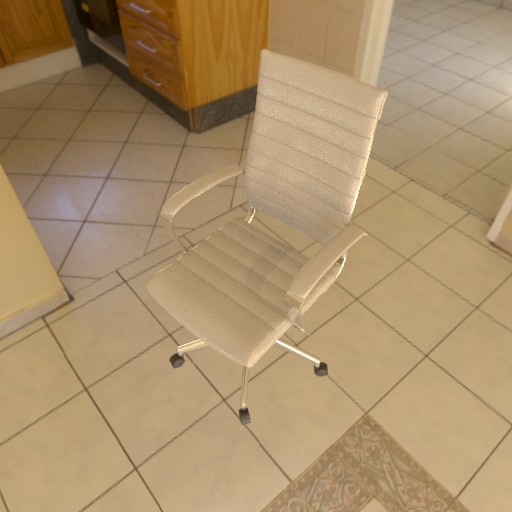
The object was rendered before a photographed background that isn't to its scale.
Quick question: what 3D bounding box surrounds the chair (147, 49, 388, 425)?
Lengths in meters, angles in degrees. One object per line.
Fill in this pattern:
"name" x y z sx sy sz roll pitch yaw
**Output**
"chair" 0.000 0.000 1.580 0.679 1.149 0.667 32 55 26
